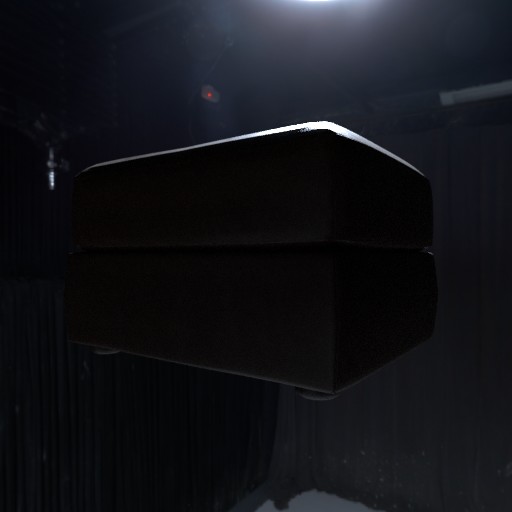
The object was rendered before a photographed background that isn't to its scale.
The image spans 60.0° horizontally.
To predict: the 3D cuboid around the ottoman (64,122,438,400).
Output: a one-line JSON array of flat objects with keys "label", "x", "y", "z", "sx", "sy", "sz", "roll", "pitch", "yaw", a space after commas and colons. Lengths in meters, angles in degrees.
[{"label": "ottoman", "x": 0.000, "y": 0.000, "z": 1.105, "sx": 0.751, "sy": 0.476, "sz": 0.603, "roll": 0, "pitch": 0, "yaw": 35}]
